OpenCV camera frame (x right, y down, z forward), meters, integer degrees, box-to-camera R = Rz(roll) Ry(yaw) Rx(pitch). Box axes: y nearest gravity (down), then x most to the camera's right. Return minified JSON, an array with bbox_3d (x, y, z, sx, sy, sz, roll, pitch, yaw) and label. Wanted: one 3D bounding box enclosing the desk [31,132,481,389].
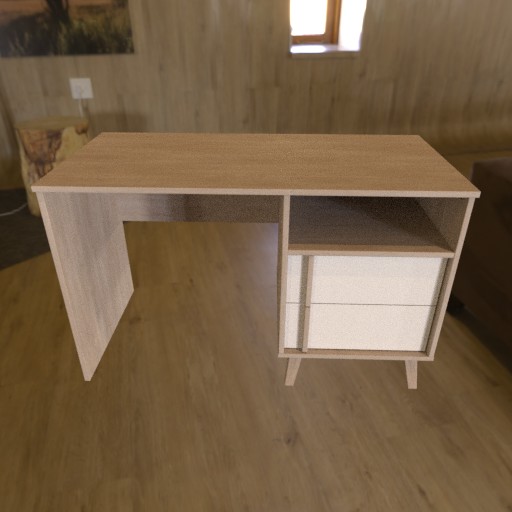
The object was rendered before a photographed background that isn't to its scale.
[{"bbox_3d":[0.000,0.000,1.680,1.251,0.770,0.600,1,30,2],"label":"desk"}]
